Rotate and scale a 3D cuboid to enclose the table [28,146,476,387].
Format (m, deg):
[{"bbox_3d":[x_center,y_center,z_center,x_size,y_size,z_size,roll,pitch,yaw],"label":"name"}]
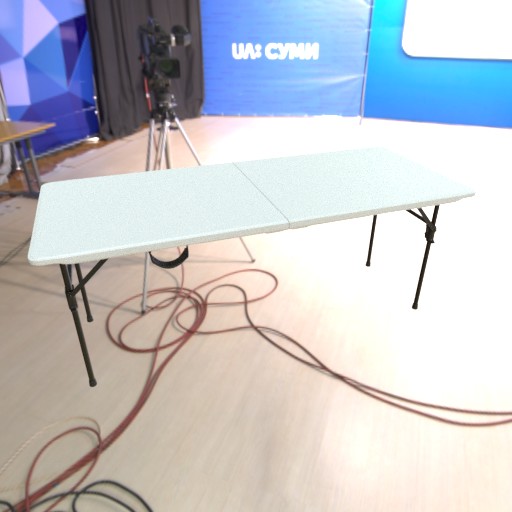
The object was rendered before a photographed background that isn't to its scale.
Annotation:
[{"bbox_3d":[0.000,0.000,2.171,1.829,0.719,0.761,-10,31,-17],"label":"table"}]
